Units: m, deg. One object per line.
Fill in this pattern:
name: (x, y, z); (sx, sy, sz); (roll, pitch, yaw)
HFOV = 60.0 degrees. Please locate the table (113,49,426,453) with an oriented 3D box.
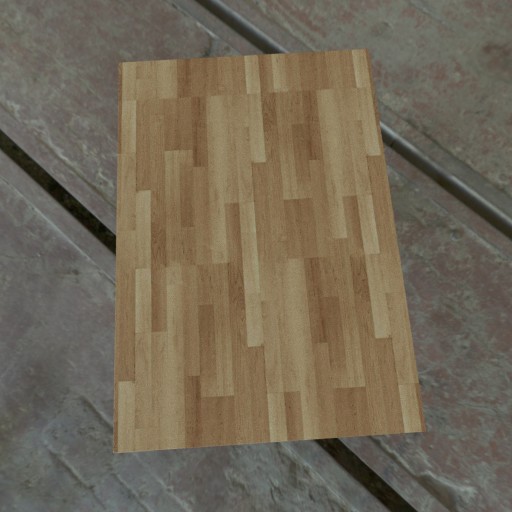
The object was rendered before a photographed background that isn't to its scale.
table: (0.000, 0.000, 1.797); (0.900, 0.750, 1.300); (-4, 75, -1)
